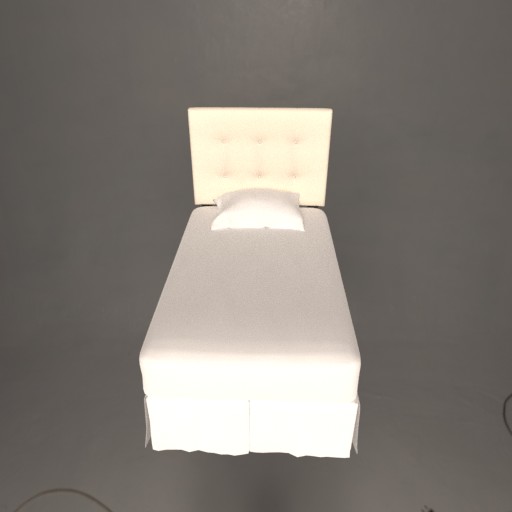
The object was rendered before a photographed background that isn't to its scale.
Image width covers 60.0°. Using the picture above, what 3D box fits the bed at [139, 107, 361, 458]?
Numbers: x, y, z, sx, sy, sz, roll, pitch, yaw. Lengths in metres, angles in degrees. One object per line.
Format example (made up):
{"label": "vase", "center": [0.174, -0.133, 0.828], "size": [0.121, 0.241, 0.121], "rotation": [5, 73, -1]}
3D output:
{"label": "bed", "center": [0.000, 0.000, 3.053], "size": [1.261, 1.571, 1.997], "rotation": [1, 31, 2]}
